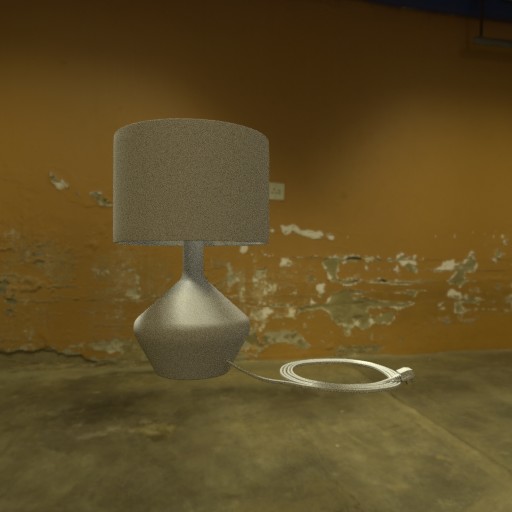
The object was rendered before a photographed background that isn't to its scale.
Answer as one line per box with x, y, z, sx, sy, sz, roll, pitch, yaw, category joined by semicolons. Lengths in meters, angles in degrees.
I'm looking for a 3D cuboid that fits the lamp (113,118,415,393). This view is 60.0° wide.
0.000;0.000;0.859;0.546;0.457;0.401;0;-1;35;lamp
